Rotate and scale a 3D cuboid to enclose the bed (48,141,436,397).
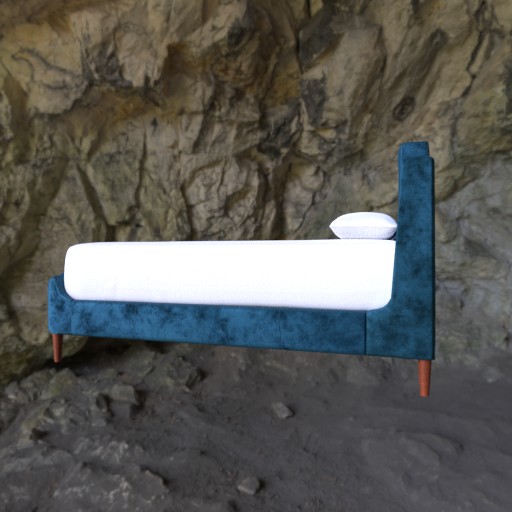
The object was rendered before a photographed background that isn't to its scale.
[{"bbox_3d":[0.000,0.000,3.234,2.322,1.338,1.678,0,0,18],"label":"bed"}]
